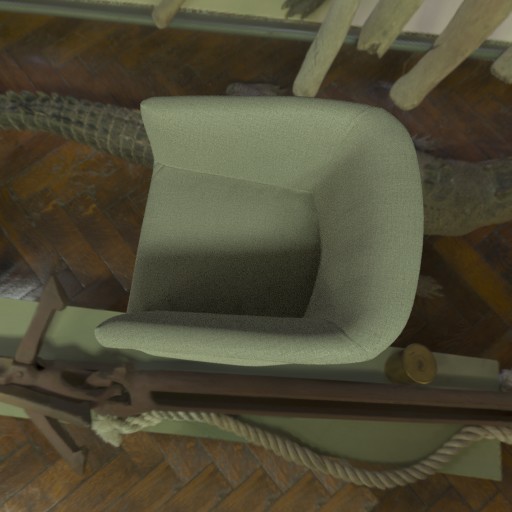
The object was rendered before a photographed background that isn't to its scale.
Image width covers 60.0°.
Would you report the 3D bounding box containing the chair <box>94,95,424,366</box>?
[{"bbox_3d":[0.000,0.000,1.249,0.668,0.771,0.600,6,75,2],"label":"chair"}]
